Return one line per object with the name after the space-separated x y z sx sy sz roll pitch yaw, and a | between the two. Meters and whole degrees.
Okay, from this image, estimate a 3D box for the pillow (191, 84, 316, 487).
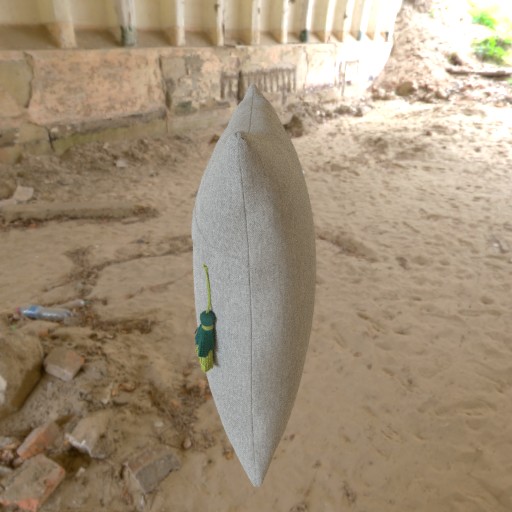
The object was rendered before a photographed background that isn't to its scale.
0.000 0.000 0.652 0.173 0.436 0.433 1 26 1 | pillow
